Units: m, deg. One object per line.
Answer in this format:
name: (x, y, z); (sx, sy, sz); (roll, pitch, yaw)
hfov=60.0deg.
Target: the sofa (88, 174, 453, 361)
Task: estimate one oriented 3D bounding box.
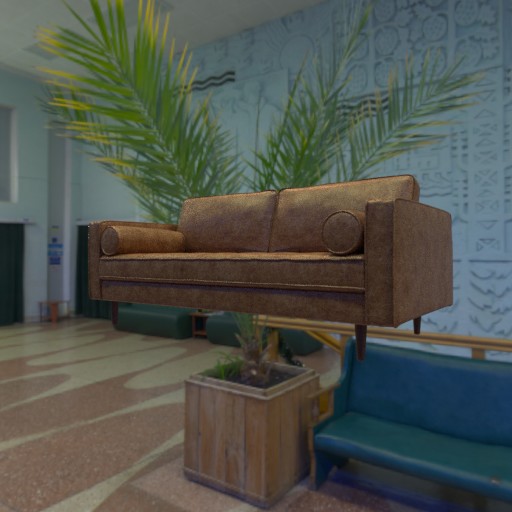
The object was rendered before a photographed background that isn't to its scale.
sofa: (0.000, 0.000, 2.504); (1.920, 0.825, 0.924); (0, 0, 36)
